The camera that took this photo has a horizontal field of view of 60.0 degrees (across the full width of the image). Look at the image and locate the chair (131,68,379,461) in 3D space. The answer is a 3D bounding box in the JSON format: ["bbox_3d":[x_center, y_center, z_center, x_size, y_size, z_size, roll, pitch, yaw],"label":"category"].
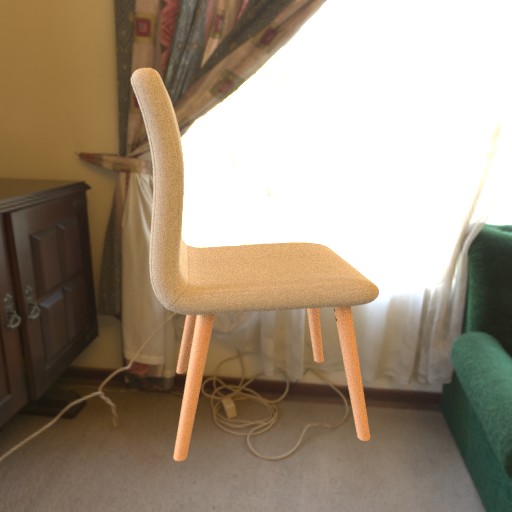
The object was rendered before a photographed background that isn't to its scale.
[{"bbox_3d":[0.000,0.000,1.184,0.550,0.885,0.435,-2,16,-9],"label":"chair"}]
